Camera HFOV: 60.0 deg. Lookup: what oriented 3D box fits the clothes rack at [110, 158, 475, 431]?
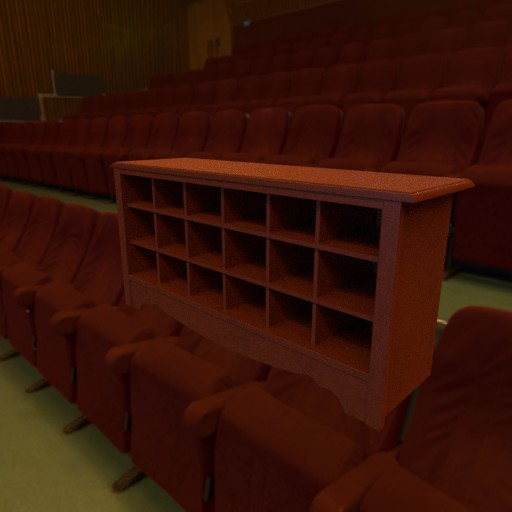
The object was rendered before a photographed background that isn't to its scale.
[{"bbox_3d":[0.000,0.000,1.536,1.251,0.594,0.362,15,22,42],"label":"clothes rack"}]
